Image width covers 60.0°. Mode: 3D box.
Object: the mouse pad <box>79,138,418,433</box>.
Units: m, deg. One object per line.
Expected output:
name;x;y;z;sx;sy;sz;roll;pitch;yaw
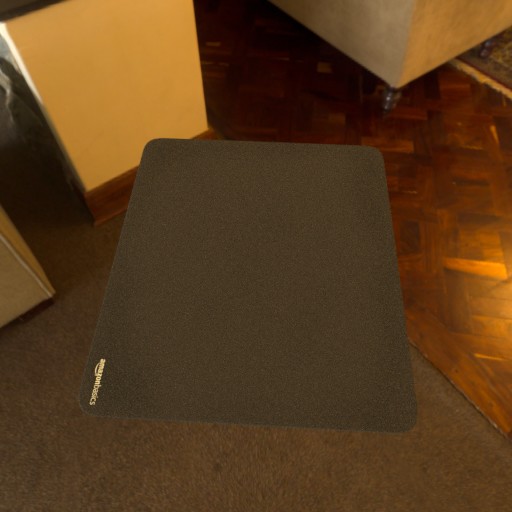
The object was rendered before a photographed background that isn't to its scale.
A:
mouse pad;0.000;0.000;0.620;0.393;0.002;0.451;3;58;2
